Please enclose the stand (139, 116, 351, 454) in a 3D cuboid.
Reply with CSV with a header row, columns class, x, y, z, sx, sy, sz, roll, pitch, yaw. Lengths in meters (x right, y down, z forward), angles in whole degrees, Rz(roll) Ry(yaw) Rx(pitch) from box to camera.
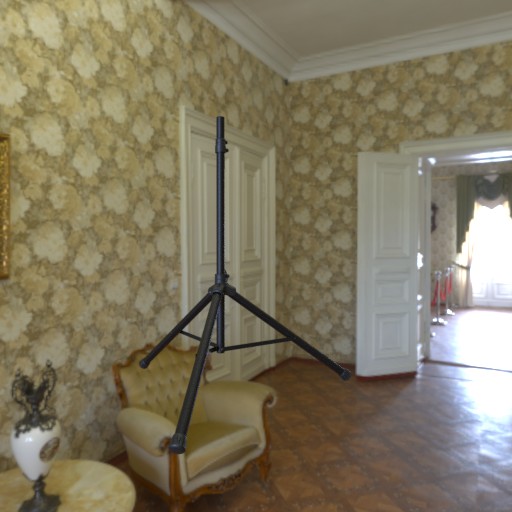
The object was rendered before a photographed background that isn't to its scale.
class,x,y,z,sx,sy,sz,roll,pitch,yaw
stand,0.000,0.000,1.870,0.907,1.136,1.045,0,1,-18
